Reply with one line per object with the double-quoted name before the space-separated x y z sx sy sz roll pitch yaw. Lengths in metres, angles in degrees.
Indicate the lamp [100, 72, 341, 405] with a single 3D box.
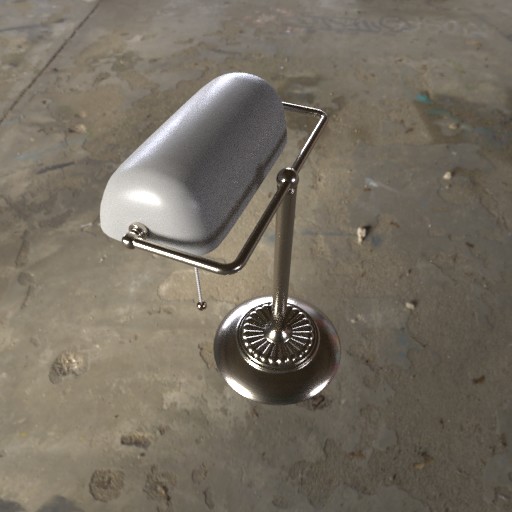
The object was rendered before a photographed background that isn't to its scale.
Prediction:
"lamp" 0.000 0.000 0.508 0.243 0.339 0.264 17 49 15
